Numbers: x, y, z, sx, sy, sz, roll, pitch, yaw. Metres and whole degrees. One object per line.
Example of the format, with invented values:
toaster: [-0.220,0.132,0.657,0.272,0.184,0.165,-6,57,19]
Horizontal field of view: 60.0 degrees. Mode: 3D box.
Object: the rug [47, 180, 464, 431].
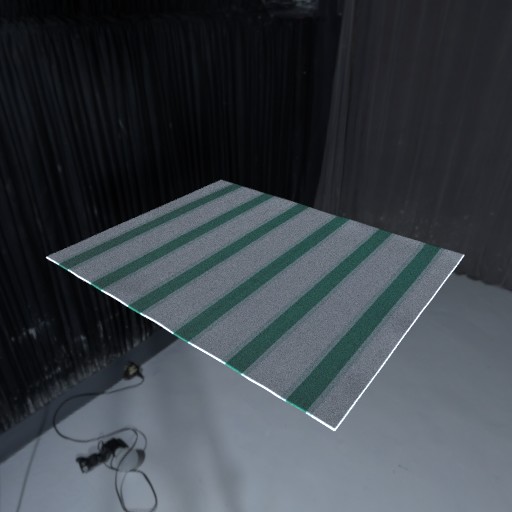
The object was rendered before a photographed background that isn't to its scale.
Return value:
rug: [0.000,0.000,4.122,3.041,0.019,2.434,22,38,32]
